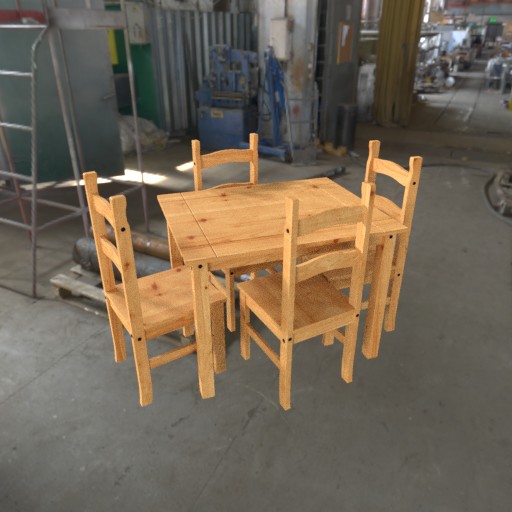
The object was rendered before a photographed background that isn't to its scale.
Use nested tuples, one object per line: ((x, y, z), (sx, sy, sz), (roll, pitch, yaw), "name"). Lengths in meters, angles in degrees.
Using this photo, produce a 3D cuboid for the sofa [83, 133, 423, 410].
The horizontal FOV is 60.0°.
((0.000, 0.000, 2.276), (1.529, 1.000, 1.144), (-9, 28, -17), "sofa")
